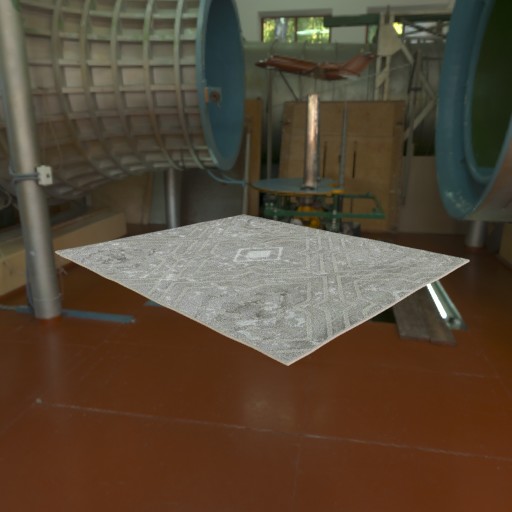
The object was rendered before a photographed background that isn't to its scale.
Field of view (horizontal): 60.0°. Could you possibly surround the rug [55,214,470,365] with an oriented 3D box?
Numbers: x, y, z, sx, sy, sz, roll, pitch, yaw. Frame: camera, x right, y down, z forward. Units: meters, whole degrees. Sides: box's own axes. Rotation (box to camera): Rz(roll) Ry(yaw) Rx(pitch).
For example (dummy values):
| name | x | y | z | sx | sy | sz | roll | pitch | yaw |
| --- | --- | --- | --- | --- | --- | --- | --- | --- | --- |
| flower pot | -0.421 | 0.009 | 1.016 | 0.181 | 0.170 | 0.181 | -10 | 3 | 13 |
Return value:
| name | x | y | z | sx | sy | sz | roll | pitch | yaw |
| --- | --- | --- | --- | --- | --- | --- | --- | --- | --- |
| rug | 0.000 | 0.000 | 0.895 | 0.639 | 0.006 | 0.548 | 16 | 23 | 42 |
